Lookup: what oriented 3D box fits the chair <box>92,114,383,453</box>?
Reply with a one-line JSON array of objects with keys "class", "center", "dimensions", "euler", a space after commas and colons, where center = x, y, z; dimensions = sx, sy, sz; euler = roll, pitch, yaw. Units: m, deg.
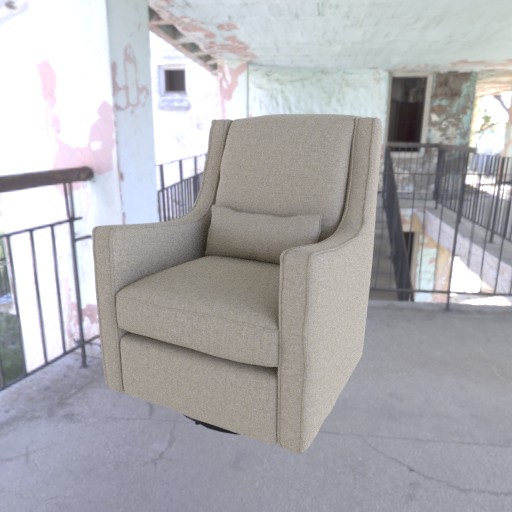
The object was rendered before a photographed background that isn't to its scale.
[{"class": "chair", "center": [0.000, 0.000, 1.588], "dimensions": [0.732, 0.993, 0.879], "euler": [8, 17, 26]}]
